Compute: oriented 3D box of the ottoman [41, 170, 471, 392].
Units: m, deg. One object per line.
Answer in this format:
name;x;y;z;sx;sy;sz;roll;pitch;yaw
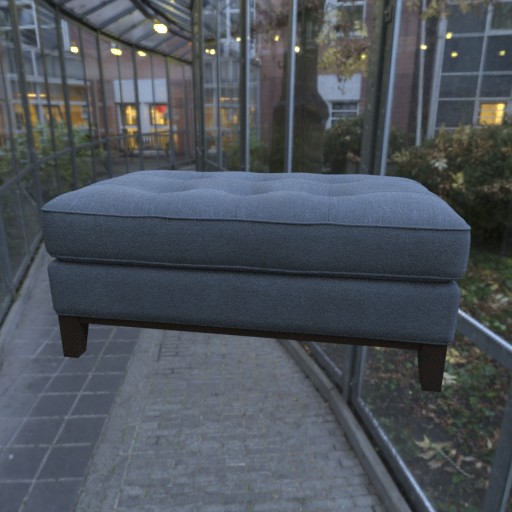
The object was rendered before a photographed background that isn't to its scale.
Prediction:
ottoman;0.000;0.000;1.463;1.143;0.514;0.648;3;18;9
